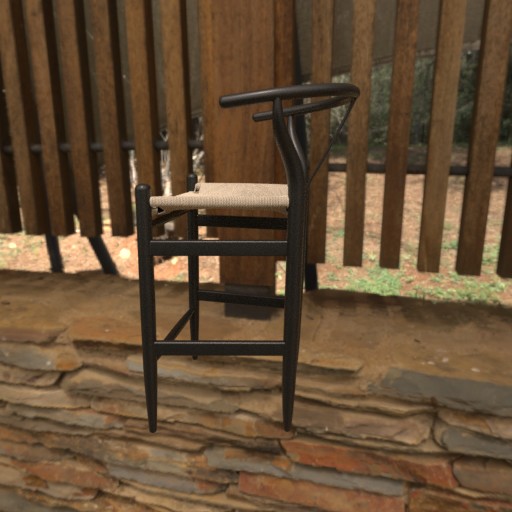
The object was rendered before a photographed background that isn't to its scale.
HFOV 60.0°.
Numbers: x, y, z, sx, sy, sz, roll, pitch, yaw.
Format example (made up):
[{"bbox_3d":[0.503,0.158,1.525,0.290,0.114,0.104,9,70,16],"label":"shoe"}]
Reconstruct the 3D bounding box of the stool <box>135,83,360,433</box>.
[{"bbox_3d":[0.000,0.000,1.374,0.579,0.970,0.569,2,14,8],"label":"stool"}]
